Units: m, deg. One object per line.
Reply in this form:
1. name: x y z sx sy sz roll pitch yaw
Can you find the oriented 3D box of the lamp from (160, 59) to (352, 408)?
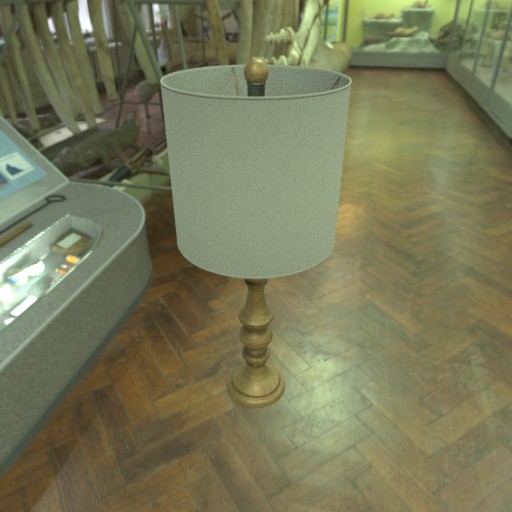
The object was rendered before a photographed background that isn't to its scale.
1. lamp: 0.000 0.000 0.731 0.250 0.597 0.250 -9 32 -14
